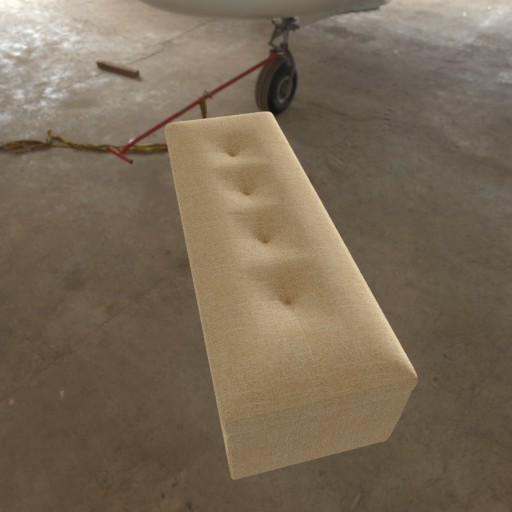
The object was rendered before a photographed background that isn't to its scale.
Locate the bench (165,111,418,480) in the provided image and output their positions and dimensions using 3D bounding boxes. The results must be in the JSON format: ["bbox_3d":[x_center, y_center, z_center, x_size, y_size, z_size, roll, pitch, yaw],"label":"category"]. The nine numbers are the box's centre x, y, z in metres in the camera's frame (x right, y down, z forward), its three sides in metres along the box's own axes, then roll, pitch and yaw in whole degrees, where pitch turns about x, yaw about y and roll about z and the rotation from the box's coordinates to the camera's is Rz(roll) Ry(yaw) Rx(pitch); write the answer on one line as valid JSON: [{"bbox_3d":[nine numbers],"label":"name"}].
[{"bbox_3d":[0.000,0.000,1.440,0.432,0.406,1.219,-10,46,-10],"label":"bench"}]
